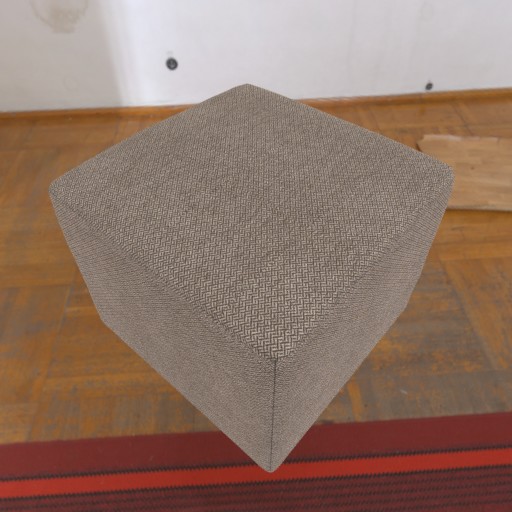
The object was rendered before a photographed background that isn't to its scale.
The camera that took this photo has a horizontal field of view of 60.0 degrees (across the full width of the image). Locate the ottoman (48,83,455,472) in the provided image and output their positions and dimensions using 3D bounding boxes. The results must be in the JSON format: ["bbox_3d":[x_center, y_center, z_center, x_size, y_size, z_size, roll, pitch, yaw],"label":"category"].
[{"bbox_3d":[0.000,0.000,0.891,0.519,0.453,0.512,32,55,27],"label":"ottoman"}]
